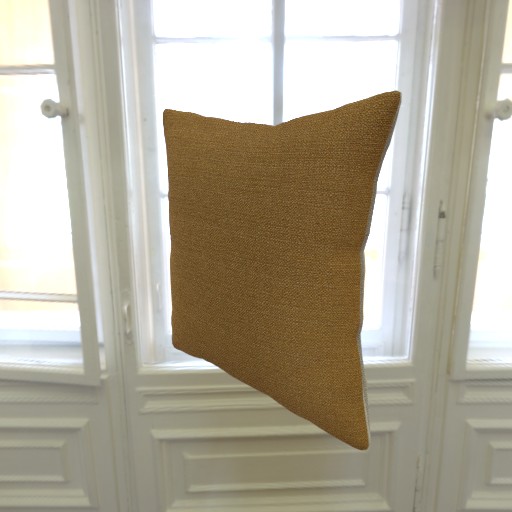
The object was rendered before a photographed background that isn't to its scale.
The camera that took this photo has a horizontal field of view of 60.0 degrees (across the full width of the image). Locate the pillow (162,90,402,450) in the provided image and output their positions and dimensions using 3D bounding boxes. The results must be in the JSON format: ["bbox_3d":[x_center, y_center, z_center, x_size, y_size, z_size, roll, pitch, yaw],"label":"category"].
[{"bbox_3d":[0.000,0.000,0.656,0.432,0.437,0.147,13,19,43],"label":"pillow"}]
